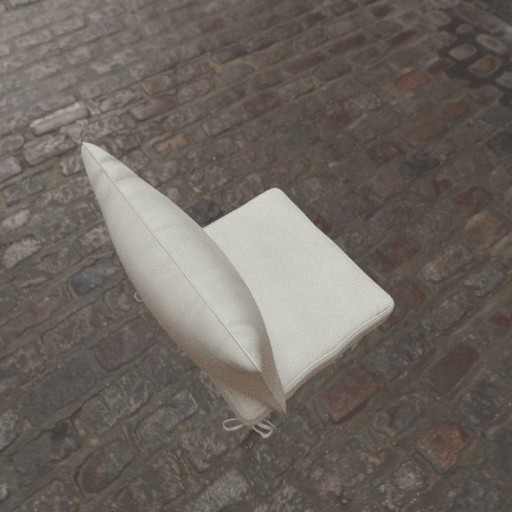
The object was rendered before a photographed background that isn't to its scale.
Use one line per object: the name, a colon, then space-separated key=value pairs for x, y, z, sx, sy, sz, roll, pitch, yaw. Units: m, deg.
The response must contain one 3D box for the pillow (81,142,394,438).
pillow: x=0.000 y=0.000 z=1.378 sx=0.733 sy=0.716 sz=0.798 roll=-33 pitch=63 yaw=-19
